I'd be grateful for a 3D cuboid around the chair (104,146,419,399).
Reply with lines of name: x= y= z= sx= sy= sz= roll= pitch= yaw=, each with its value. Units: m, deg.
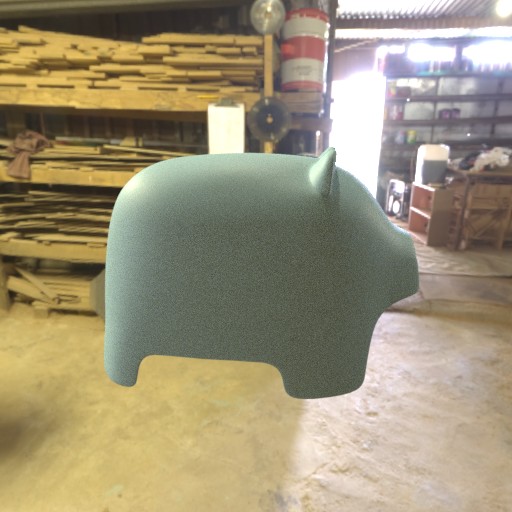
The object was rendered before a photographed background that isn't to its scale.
chair: x=0.000 y=0.000 z=0.888 sx=0.619 sy=0.423 sz=0.364 roll=2 pitch=16 yaw=8
